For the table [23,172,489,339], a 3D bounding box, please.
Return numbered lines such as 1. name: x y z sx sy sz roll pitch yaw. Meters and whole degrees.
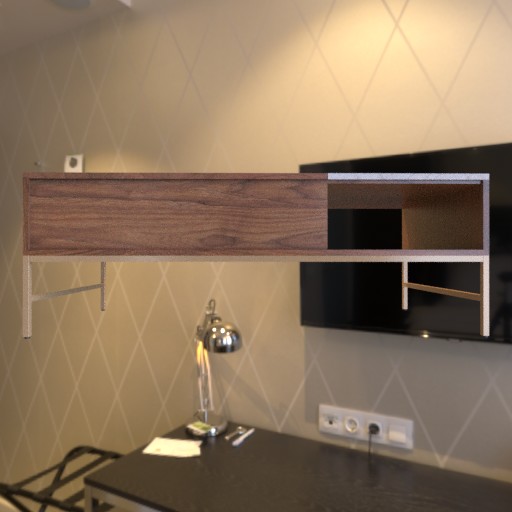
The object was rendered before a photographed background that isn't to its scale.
1. table: 0.000 0.000 1.870 1.553 0.551 0.789 0 0 -1
